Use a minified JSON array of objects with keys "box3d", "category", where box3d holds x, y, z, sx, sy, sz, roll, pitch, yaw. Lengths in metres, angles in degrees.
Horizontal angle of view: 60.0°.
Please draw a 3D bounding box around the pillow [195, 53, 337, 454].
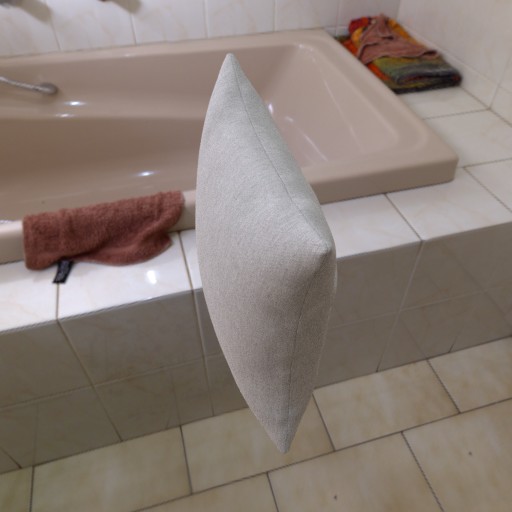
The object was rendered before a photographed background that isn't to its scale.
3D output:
[{"box3d":[0.000,0.000,0.668,0.173,0.436,0.433,-10,46,-9],"category":"pillow"}]
